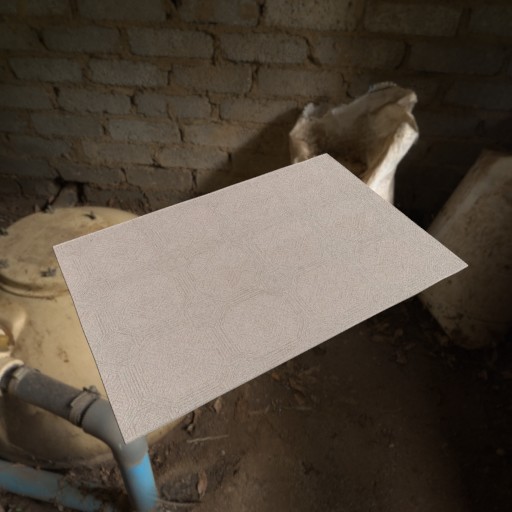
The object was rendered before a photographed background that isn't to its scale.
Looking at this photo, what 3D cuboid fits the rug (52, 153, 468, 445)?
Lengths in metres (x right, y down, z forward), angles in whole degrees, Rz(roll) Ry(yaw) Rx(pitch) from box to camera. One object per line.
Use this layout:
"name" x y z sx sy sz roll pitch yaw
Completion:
"rug" 0.000 0.000 2.348 1.839 0.009 1.236 -22 49 -21
